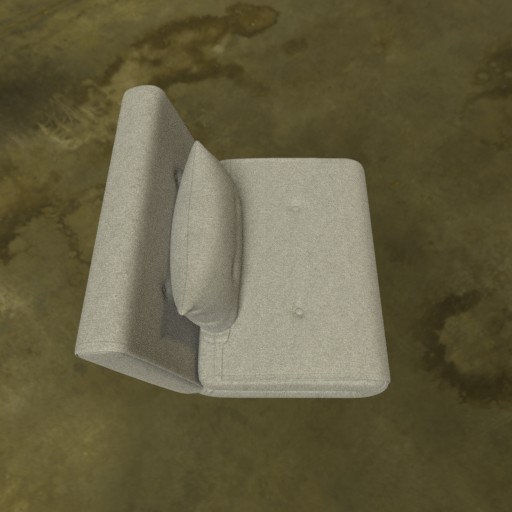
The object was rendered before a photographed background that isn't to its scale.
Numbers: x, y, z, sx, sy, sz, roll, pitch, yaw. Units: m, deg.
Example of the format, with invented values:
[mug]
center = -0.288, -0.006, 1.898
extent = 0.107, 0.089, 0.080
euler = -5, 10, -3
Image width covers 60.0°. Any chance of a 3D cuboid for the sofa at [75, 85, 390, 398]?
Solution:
[sofa]
center = 0.000, 0.000, 1.762
extent = 1.000, 0.825, 1.020
euler = 0, 64, 0
